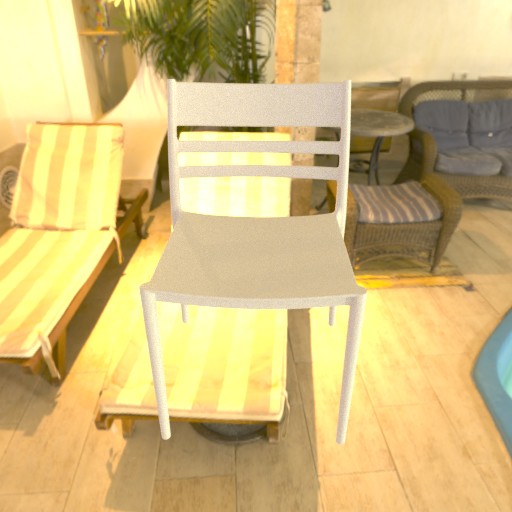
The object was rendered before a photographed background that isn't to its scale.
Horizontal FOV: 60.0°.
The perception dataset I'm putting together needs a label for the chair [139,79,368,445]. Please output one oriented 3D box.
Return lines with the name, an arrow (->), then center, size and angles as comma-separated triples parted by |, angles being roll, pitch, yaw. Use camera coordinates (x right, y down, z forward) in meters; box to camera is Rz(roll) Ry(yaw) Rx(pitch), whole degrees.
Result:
chair -> 0.000, 0.000, 1.147 | 0.531, 0.800, 0.511 | 1, 30, 2
